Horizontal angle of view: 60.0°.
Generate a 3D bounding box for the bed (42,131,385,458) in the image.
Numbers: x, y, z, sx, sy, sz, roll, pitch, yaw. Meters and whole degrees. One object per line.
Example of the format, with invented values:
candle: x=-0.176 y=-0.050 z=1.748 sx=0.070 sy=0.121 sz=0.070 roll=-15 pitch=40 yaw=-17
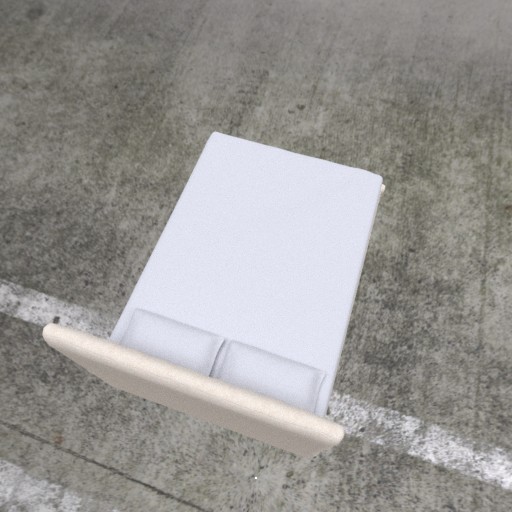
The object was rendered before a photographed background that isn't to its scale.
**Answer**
bed: x=0.000 y=0.000 z=3.398 sx=1.698 sy=1.427 sz=2.387 roll=17 pitch=65 yaw=8
